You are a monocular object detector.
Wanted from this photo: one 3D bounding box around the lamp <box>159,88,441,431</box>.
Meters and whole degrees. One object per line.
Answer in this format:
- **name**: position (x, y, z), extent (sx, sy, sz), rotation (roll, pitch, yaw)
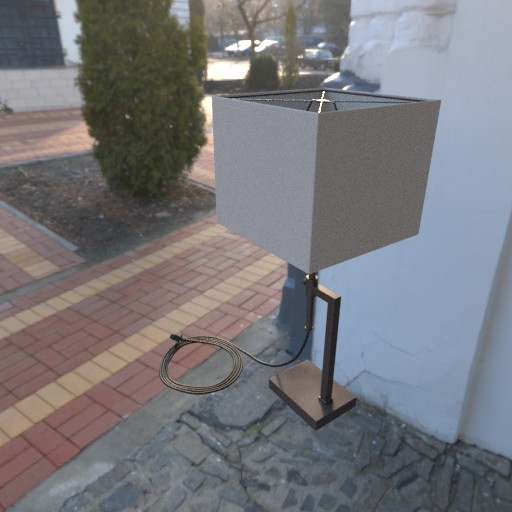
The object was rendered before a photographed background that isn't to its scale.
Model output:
- **lamp**: position (0.000, 0.000, 0.959), extent (0.399, 0.660, 0.504), rotation (-17, 30, -32)
